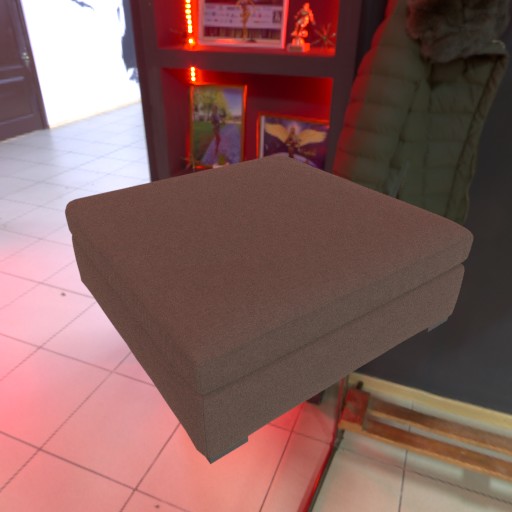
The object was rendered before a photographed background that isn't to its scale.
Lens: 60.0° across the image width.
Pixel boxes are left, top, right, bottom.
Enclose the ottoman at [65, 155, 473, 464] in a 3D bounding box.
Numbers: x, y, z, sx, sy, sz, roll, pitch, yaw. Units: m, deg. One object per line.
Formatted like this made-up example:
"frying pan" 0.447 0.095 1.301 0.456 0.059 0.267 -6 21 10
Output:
"ottoman" 0.000 0.000 1.819 1.181 0.470 1.181 -20 35 -30
